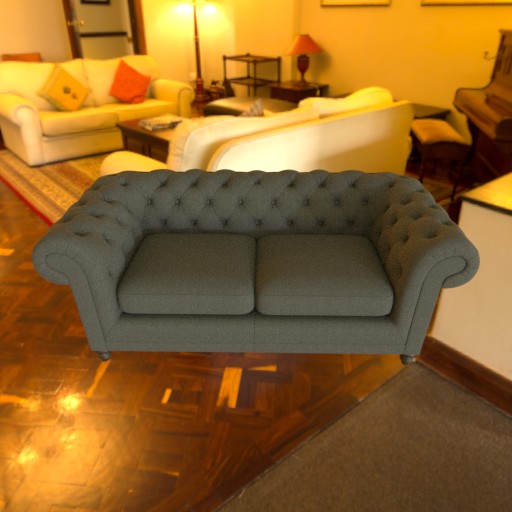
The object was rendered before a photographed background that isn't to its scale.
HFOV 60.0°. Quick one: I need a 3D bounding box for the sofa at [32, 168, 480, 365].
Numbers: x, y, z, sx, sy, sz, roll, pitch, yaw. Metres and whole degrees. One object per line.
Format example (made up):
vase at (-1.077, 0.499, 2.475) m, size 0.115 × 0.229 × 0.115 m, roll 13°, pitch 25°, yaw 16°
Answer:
sofa at (0.000, 0.000, 2.483) m, size 1.998 × 0.764 × 0.986 m, roll 0°, pitch 29°, yaw 1°
